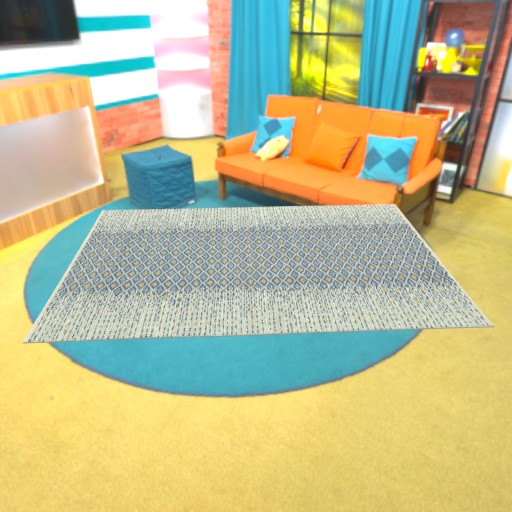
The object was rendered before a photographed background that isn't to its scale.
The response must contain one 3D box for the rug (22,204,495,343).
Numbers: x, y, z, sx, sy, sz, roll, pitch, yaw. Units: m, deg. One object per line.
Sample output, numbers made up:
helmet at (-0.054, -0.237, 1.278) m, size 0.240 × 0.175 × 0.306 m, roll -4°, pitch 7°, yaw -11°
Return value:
rug at (0.000, 0.000, 2.239) m, size 1.828 × 0.005 × 1.219 m, roll -2°, pitch 30°, yaw -3°
